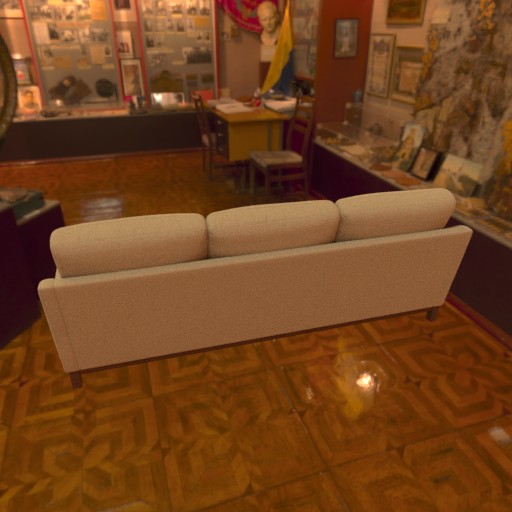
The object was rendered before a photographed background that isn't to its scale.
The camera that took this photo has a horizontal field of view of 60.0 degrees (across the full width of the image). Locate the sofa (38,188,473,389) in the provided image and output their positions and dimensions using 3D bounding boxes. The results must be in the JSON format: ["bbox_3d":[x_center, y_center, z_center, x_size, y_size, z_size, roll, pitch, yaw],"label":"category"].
[{"bbox_3d":[0.000,0.000,2.771,2.321,0.913,1.000,-8,28,-14],"label":"sofa"}]
